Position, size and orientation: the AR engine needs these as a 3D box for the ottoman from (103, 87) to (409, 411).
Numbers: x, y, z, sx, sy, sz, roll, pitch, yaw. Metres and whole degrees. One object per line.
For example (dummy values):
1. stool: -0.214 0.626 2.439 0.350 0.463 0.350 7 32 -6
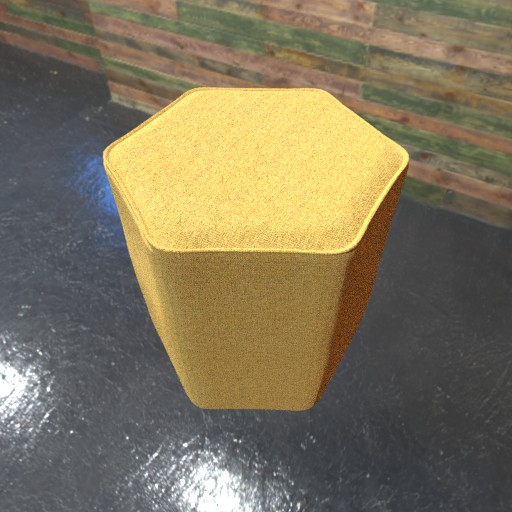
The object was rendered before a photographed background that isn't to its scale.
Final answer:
1. ottoman: 0.000 0.000 0.880 0.443 0.502 0.494 24 52 20
